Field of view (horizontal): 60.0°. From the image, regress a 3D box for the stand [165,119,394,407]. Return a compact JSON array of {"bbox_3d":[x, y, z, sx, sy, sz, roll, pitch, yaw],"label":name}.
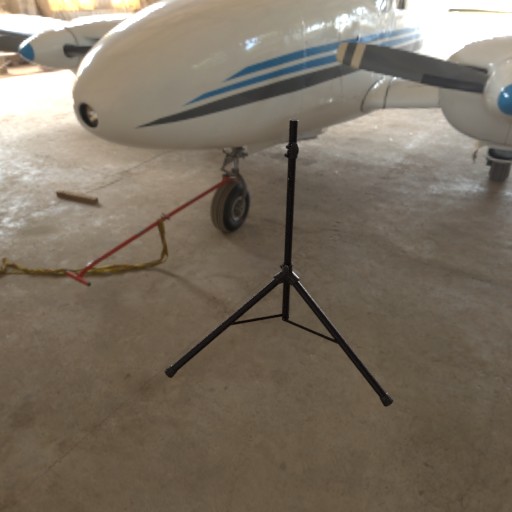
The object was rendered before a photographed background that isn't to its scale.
[{"bbox_3d":[0.000,0.000,1.924,0.907,1.136,1.045,-11,33,-17],"label":"stand"}]
